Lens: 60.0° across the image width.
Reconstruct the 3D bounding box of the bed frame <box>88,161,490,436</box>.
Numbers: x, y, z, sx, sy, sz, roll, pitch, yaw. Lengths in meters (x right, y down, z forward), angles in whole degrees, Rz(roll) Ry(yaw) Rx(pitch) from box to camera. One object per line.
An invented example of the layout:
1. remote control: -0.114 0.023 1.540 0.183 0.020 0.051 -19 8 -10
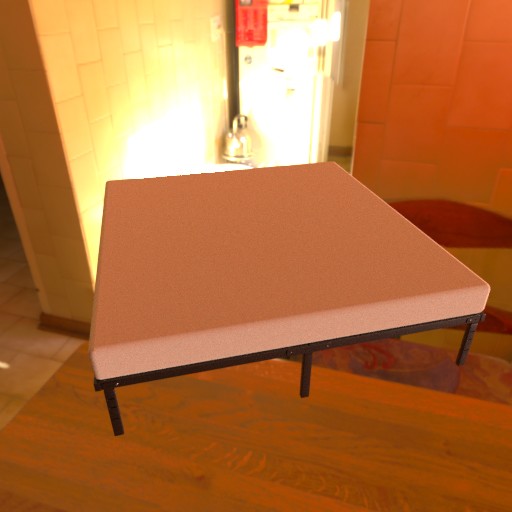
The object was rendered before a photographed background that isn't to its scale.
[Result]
1. bed frame: 0.000 0.000 3.851 2.526 0.680 2.635 -7 31 -12
